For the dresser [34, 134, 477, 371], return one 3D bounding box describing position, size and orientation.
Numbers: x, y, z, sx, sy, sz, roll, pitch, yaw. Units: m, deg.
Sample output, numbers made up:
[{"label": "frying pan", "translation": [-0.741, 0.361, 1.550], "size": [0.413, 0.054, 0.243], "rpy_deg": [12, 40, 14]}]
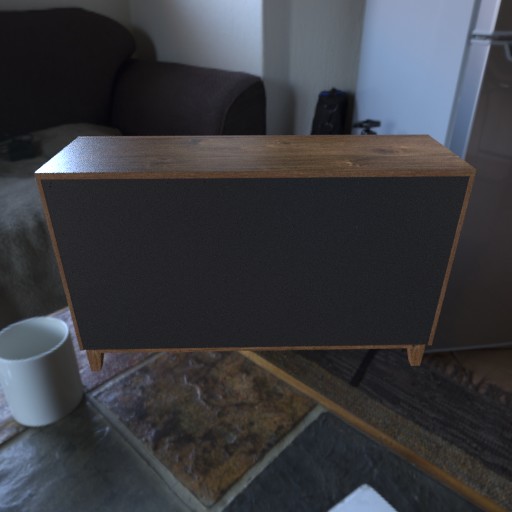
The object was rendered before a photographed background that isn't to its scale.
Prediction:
[{"label": "dresser", "translation": [0.000, 0.000, 1.810], "size": [1.400, 0.873, 0.446], "rpy_deg": [-1, 30, -1]}]
